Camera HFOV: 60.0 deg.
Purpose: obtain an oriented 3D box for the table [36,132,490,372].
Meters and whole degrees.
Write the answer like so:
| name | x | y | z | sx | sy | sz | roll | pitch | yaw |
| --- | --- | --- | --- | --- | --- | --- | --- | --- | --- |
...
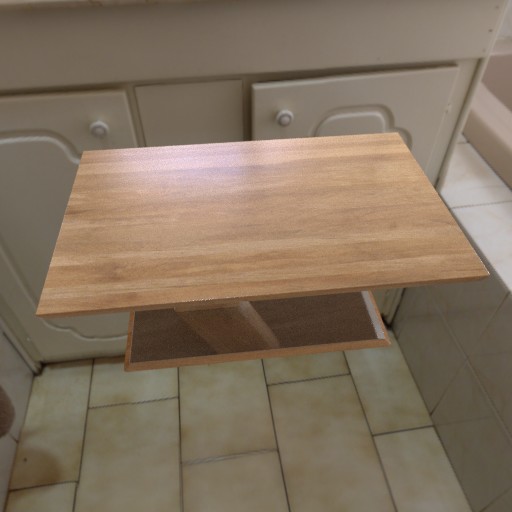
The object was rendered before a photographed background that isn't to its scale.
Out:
| name | x | y | z | sx | sy | sz | roll | pitch | yaw |
| --- | --- | --- | --- | --- | --- | --- | --- | --- | --- |
| table | 0.000 | 0.000 | 1.461 | 1.100 | 0.441 | 0.692 | -5 | 46 | -4 |
